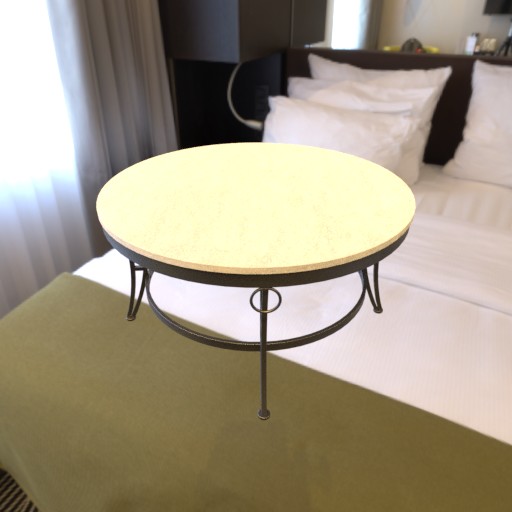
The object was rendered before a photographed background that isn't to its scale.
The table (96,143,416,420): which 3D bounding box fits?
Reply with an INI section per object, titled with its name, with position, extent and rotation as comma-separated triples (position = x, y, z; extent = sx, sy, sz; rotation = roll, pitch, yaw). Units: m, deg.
[table]
position = 0.000, 0.000, 1.411
extent = 0.889, 0.470, 0.889
rotation = 0, 31, 0
